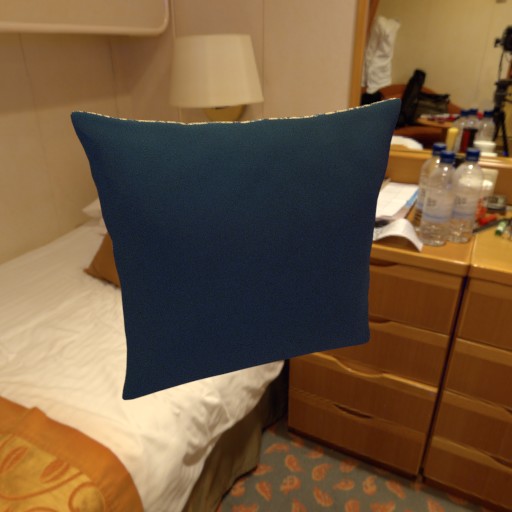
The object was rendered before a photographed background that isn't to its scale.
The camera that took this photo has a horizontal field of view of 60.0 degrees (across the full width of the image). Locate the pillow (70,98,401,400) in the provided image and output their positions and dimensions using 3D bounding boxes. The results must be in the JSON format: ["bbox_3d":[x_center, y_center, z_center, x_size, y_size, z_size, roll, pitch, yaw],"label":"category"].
[{"bbox_3d":[0.000,0.000,0.777,0.523,0.510,0.166,-9,27,-17],"label":"pillow"}]
